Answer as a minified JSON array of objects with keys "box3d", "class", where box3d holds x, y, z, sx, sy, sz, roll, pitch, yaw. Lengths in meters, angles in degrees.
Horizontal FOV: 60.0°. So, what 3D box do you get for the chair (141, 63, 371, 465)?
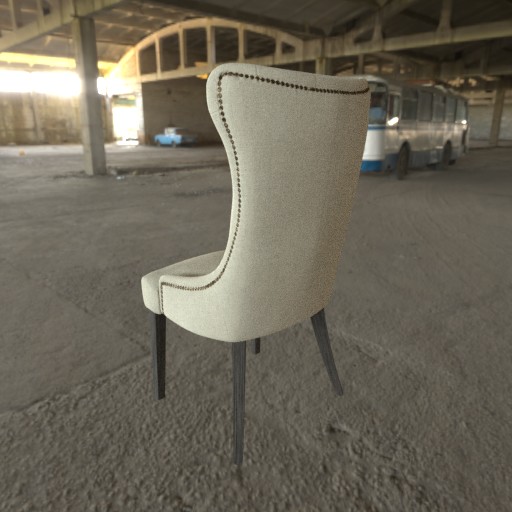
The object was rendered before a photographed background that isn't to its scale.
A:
[{"box3d":[0.000,0.000,1.416,0.584,1.065,0.590,-15,22,-41],"class":"chair"}]
